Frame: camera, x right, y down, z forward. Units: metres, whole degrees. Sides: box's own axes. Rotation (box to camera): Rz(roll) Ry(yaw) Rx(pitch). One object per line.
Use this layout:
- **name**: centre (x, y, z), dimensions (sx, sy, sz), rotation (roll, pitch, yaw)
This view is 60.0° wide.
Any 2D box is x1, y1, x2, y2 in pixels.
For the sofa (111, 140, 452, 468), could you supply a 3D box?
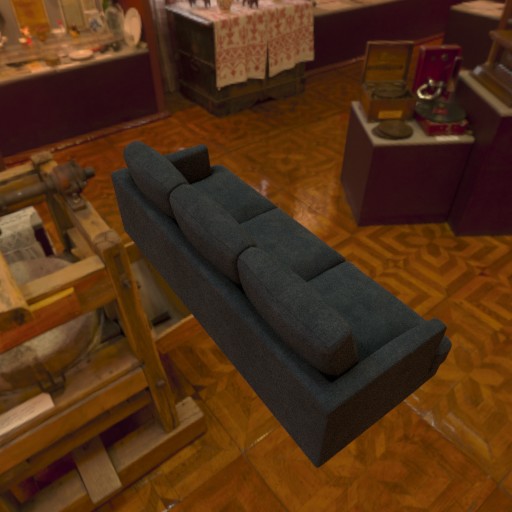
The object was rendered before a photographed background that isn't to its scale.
- **sofa**: centre (0.000, 0.000, 2.724), dimensions (0.903, 0.930, 2.246), rotation (-25, 47, -26)
